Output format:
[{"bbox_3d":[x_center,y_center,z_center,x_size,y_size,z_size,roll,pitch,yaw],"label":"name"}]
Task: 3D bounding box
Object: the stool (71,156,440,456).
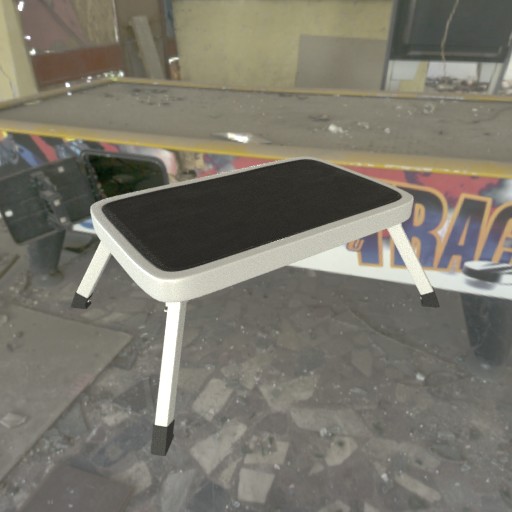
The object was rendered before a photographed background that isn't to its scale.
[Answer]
[{"bbox_3d":[0.000,0.000,0.621,0.460,0.170,0.320,-19,35,-29],"label":"stool"}]
